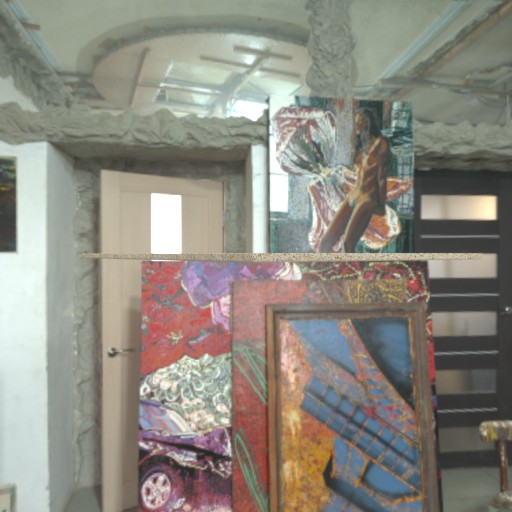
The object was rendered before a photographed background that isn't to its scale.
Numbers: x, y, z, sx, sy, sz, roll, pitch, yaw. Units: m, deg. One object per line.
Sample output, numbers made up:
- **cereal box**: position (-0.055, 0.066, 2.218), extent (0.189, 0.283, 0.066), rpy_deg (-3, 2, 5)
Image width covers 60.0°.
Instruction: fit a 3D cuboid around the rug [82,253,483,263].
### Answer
- **rug**: position (0.000, 0.000, 2.134), extent (1.199, 0.025, 1.600), rpy_deg (0, 0, -36)
